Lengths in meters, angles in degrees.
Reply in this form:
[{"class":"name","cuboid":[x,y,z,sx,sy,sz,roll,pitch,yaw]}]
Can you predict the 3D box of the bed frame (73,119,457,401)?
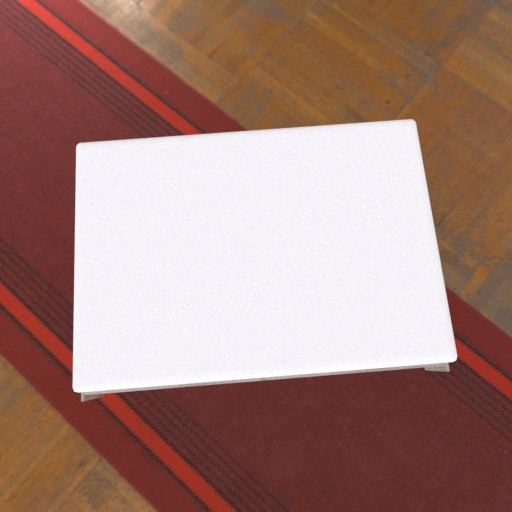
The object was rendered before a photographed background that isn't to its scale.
[{"class":"bed frame","cuboid":[0.000,0.000,2.562,1.945,0.497,1.445,-4,77,-1]}]
